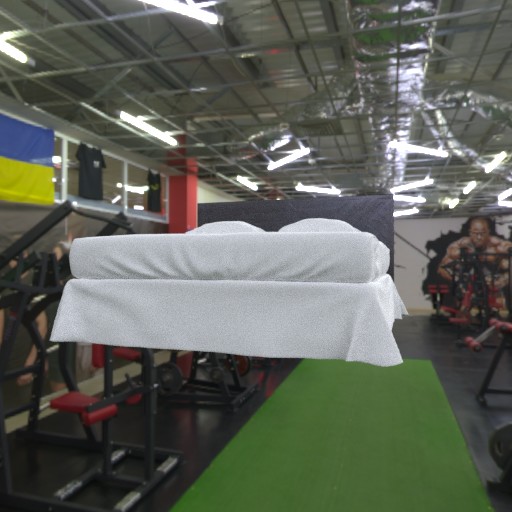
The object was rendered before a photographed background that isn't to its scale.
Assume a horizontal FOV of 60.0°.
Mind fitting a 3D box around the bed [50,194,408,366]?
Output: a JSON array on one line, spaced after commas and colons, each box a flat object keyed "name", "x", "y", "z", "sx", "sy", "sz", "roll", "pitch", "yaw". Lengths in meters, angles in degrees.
[{"name": "bed", "x": 0.000, "y": 0.000, "z": 3.475, "sx": 2.255, "sy": 1.158, "sz": 2.165, "roll": 0, "pitch": -1, "yaw": 19}]
